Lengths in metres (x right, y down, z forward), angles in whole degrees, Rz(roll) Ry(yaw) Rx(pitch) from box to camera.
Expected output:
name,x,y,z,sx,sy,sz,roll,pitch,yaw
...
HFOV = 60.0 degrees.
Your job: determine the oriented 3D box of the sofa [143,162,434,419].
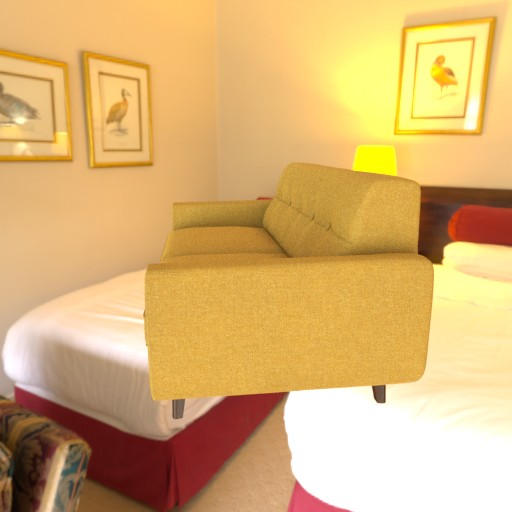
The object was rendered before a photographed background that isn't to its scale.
name,x,y,z,sx,sy,sz,roll,pitch,yaw
sofa,0.000,0.000,2.114,0.909,0.841,1.631,-2,14,-7
